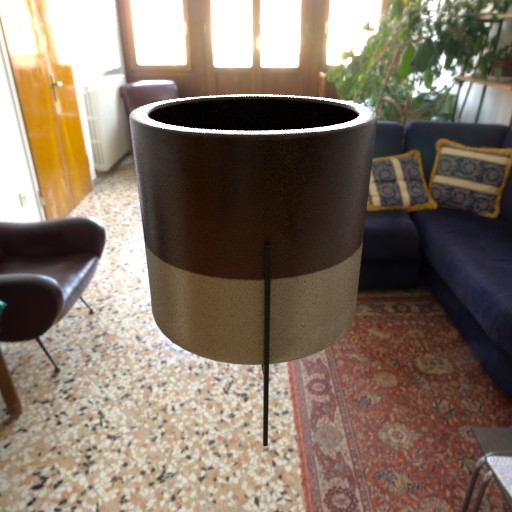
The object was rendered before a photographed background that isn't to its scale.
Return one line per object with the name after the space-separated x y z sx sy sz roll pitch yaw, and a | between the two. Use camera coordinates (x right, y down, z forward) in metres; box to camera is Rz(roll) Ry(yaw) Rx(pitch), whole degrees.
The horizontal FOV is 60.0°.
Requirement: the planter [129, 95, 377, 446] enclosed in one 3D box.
0.000 0.000 0.732 0.354 0.465 0.345 -18 32 -31 | planter
